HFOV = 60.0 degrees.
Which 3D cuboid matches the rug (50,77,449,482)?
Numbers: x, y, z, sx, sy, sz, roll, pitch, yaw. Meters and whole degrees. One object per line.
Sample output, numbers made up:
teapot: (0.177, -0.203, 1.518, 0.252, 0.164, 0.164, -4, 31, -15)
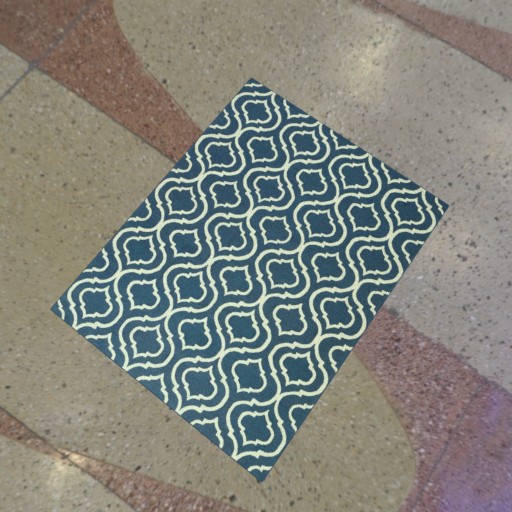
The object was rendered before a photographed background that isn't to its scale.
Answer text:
rug: (0.000, 0.000, 3.931, 2.270, 0.020, 2.881, 36, 78, 9)
